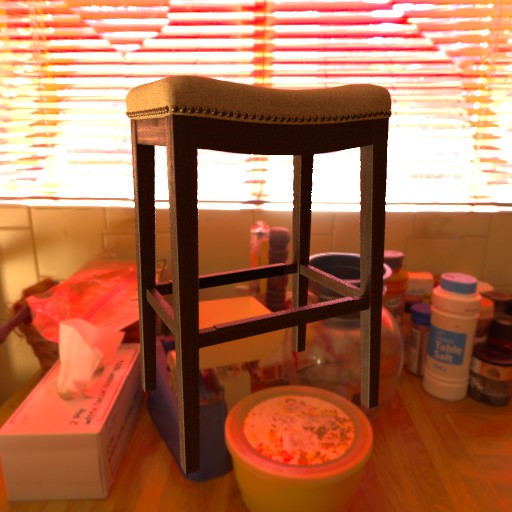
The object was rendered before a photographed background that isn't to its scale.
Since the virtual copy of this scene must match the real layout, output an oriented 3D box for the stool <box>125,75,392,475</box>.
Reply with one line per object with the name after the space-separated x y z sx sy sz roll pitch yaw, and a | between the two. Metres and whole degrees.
0.000 0.000 1.056 0.509 0.768 0.363 -8 18 -26 | stool
